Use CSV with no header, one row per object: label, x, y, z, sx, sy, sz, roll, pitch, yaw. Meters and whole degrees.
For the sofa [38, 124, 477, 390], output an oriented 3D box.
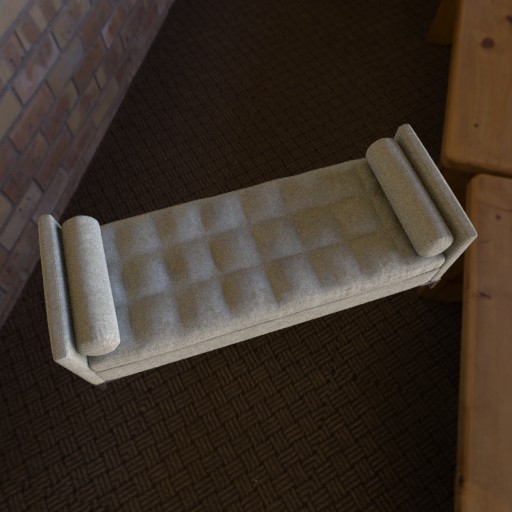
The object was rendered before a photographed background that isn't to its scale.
sofa,0.000,0.000,2.497,2.102,0.657,0.797,-16,64,-8
